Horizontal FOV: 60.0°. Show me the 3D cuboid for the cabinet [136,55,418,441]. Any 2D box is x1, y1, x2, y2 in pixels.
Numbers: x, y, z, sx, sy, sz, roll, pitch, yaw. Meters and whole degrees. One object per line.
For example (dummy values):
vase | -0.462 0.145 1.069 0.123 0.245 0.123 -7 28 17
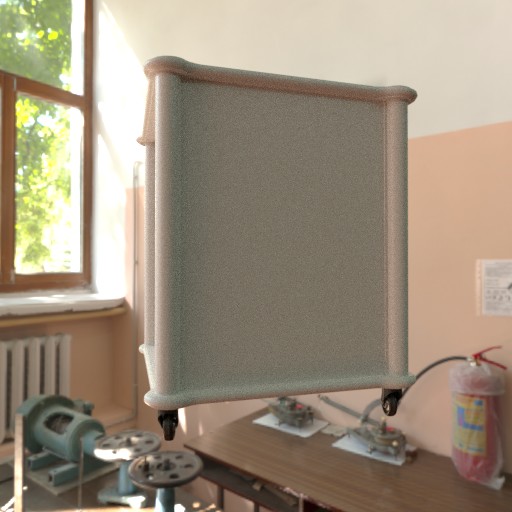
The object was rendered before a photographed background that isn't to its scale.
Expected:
cabinet | 0.000 0.000 1.211 0.628 0.761 0.627 0 -1 -16
